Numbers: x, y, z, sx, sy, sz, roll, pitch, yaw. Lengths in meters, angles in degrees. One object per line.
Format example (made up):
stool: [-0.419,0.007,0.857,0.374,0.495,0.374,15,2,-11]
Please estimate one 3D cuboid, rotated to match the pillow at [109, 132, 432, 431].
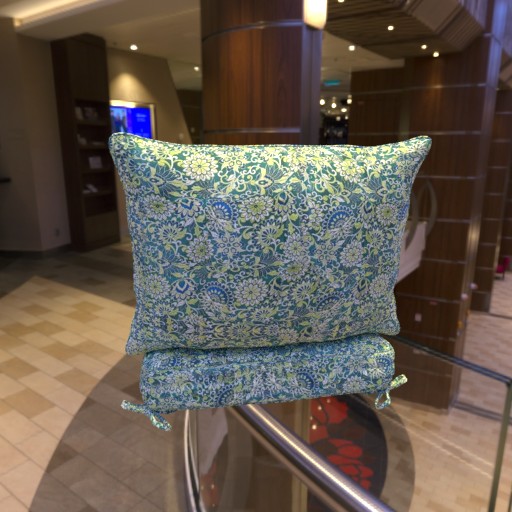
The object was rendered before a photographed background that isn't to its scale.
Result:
pillow: [0.000,0.000,1.380,0.798,0.722,0.740,-2,14,-9]
